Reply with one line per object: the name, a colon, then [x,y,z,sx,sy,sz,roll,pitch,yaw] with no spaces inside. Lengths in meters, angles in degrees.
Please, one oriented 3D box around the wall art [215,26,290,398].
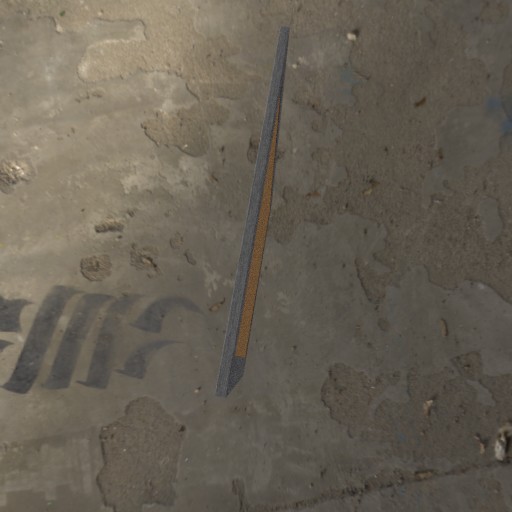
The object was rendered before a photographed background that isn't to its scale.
wall art: [0.000,0.000,1.384,0.020,1.070,0.768,9,77,2]
